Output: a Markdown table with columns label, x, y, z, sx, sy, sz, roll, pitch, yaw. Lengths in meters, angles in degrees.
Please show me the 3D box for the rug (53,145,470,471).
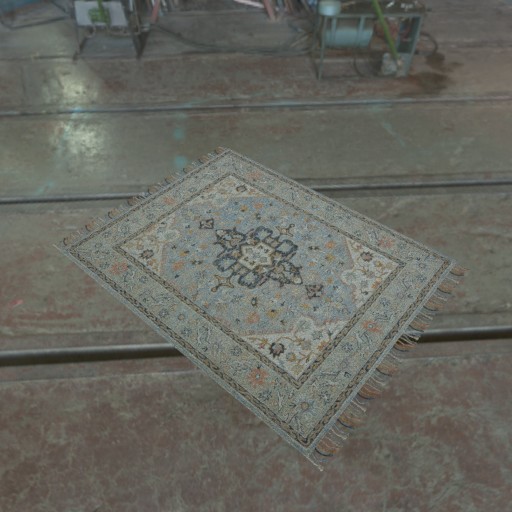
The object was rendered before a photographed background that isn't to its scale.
| label | x | y | z | sx | sy | sz | roll | pitch | yaw |
| --- | --- | --- | --- | --- | --- | --- | --- | --- | --- |
| rug | 0.000 | 0.000 | 4.217 | 3.221 | 0.011 | 2.379 | 32 | 54 | 27 |
